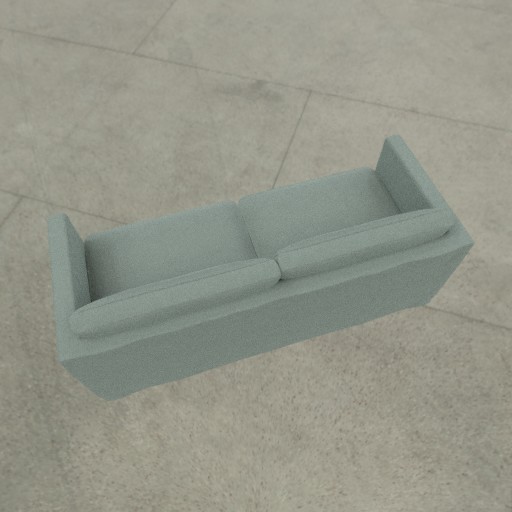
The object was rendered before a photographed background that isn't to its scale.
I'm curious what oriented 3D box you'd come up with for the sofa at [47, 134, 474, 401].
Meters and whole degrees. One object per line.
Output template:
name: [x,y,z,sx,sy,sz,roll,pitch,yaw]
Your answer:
sofa: [0.000,0.000,2.770,2.312,0.853,0.962,-15,59,-9]
